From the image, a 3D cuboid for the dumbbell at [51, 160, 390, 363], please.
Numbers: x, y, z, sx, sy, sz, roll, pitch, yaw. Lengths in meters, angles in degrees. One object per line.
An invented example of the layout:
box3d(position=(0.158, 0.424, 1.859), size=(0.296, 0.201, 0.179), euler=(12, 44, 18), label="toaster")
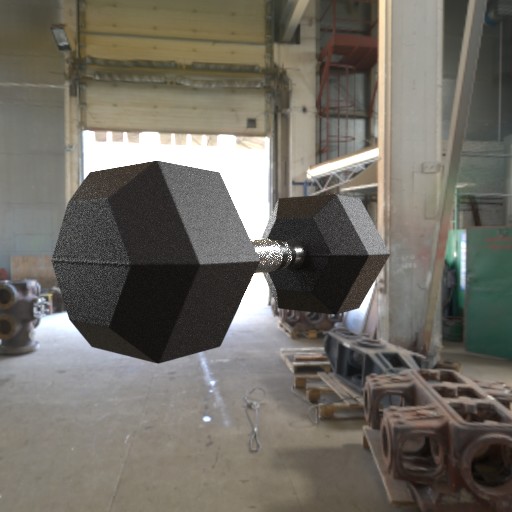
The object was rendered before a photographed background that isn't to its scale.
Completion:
box3d(position=(0.000, 0.000, 0.403), size=(0.142, 0.123, 0.337), euler=(1, 2, 37), label="dumbbell")
